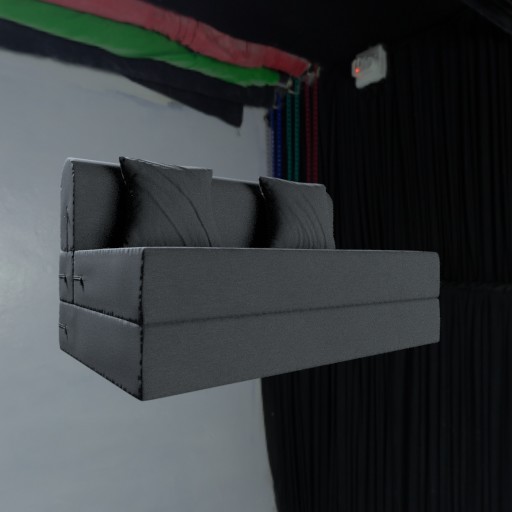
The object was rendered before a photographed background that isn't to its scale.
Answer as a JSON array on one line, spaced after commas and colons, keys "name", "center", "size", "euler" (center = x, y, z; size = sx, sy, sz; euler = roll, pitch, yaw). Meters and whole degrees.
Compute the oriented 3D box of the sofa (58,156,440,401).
[{"name": "sofa", "center": [0.000, 0.000, 1.658], "size": [1.225, 0.670, 0.762], "euler": [0, -1, -37]}]
